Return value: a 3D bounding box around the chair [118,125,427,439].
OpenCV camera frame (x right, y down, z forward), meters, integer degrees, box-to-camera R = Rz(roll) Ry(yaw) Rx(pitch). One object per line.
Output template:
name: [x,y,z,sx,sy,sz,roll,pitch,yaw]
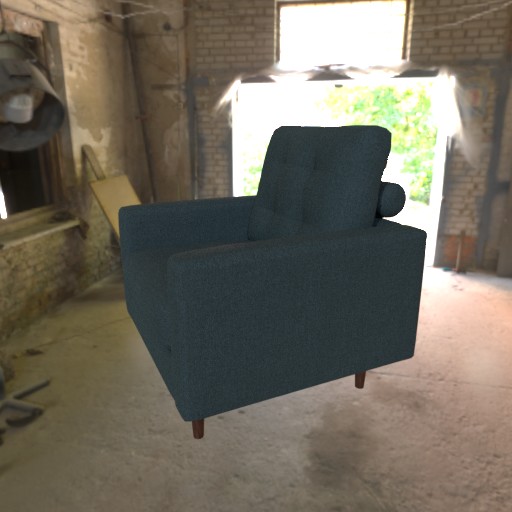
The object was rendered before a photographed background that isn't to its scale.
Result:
chair: [0.000,0.000,1.554,0.843,0.880,0.821,-8,18,-25]
